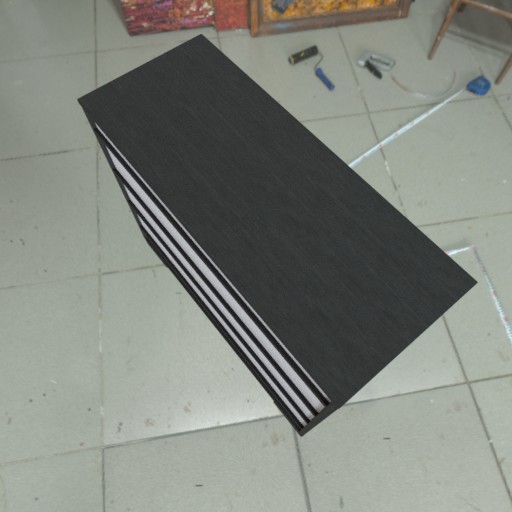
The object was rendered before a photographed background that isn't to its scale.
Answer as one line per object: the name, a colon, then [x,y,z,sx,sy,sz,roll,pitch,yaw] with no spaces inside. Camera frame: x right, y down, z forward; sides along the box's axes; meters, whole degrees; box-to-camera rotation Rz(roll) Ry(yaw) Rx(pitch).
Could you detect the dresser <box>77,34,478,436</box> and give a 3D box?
dresser: [0.000,0.000,1.414,0.404,0.816,0.994,-36,69,-16]
